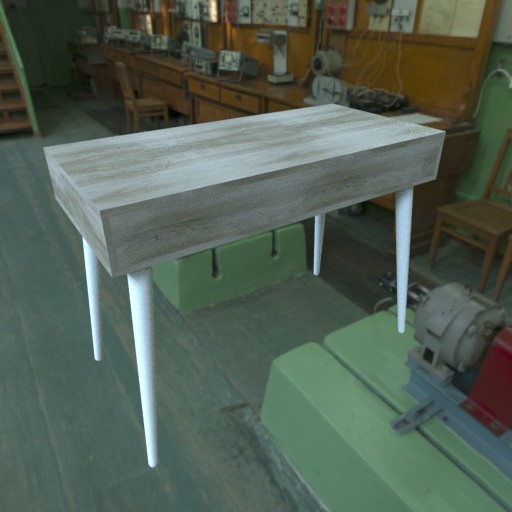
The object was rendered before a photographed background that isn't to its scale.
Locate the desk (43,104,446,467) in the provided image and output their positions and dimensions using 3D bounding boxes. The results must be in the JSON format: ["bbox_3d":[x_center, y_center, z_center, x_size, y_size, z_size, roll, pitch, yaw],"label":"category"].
[{"bbox_3d":[0.000,0.000,1.366,0.979,0.723,0.491,-19,35,-29],"label":"desk"}]
